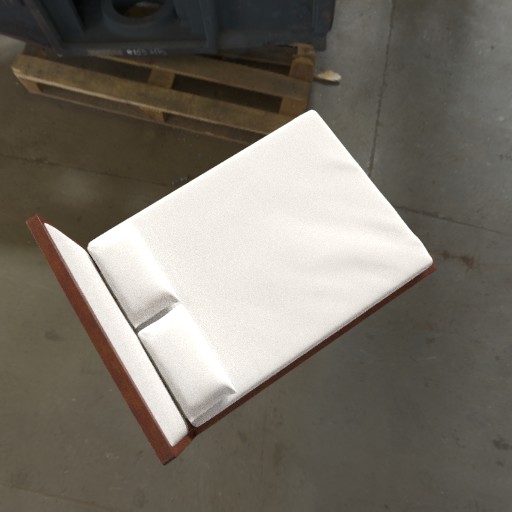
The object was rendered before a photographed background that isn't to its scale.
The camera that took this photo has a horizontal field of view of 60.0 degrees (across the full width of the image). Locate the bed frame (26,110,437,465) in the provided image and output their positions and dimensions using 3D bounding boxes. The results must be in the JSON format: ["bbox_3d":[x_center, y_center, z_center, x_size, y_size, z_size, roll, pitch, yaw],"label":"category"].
[{"bbox_3d":[0.000,0.000,3.146,2.171,1.279,1.587,-33,78,-8],"label":"bed frame"}]
